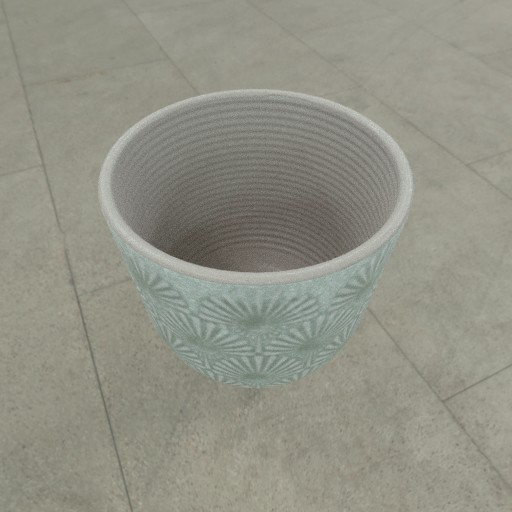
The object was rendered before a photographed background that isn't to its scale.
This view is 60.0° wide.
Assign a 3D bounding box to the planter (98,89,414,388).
[{"bbox_3d":[0.000,0.000,0.298,0.170,0.152,0.170,0,48,0],"label":"planter"}]
